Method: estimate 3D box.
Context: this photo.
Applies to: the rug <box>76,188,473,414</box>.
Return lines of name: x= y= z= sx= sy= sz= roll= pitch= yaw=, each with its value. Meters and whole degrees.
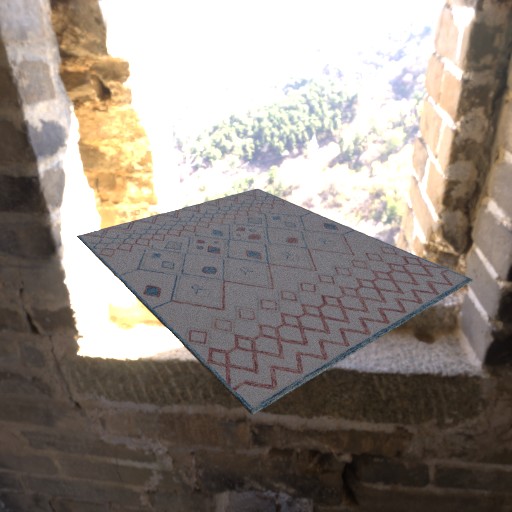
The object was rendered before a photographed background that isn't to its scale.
rug: x=0.000 y=0.000 z=4.272 sx=2.441 sy=0.016 sz=3.050 roll=-20 pitch=34 yaw=-33
